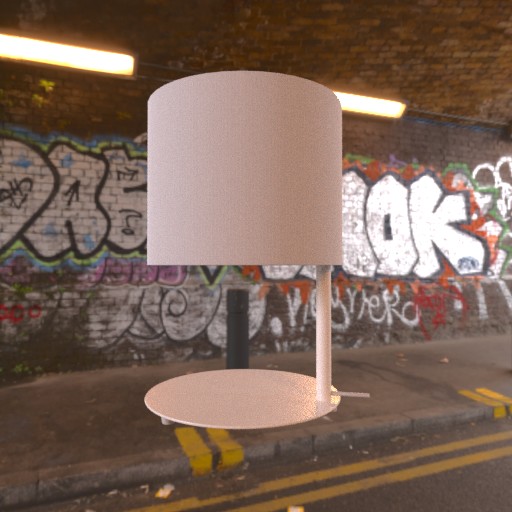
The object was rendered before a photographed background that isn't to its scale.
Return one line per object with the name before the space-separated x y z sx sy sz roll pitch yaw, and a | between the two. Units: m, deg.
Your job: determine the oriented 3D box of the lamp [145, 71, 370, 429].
lamp | 0.000 0.000 0.689 0.341 0.454 0.299 0 -1 18
